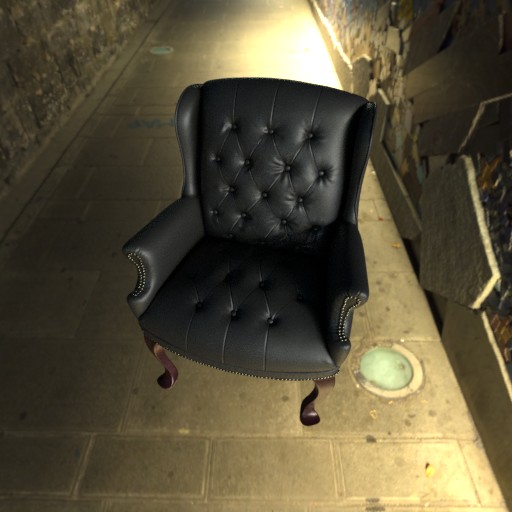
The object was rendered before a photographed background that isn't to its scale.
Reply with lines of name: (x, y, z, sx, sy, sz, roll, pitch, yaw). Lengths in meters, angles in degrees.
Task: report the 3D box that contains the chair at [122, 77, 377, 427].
chair: (0.000, 0.000, 1.668, 0.838, 1.111, 0.762, 11, 42, 12)
